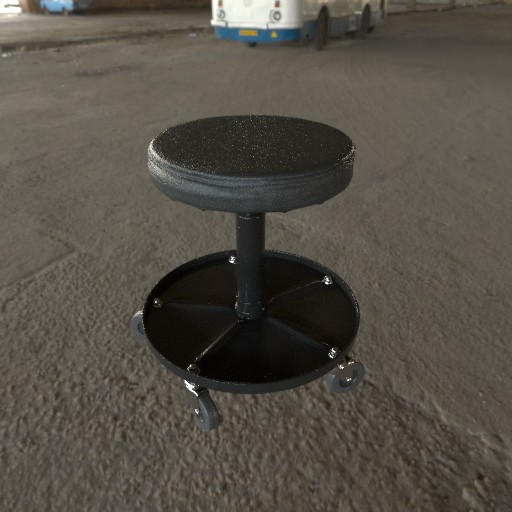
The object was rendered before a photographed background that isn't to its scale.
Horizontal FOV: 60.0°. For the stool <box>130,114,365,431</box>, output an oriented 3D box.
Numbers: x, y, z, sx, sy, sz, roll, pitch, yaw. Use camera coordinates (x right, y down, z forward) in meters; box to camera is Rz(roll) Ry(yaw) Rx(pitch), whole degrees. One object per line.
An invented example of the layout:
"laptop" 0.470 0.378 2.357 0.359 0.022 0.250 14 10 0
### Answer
"stool" 0.000 0.000 0.680 0.381 0.365 0.382 21 37 30
